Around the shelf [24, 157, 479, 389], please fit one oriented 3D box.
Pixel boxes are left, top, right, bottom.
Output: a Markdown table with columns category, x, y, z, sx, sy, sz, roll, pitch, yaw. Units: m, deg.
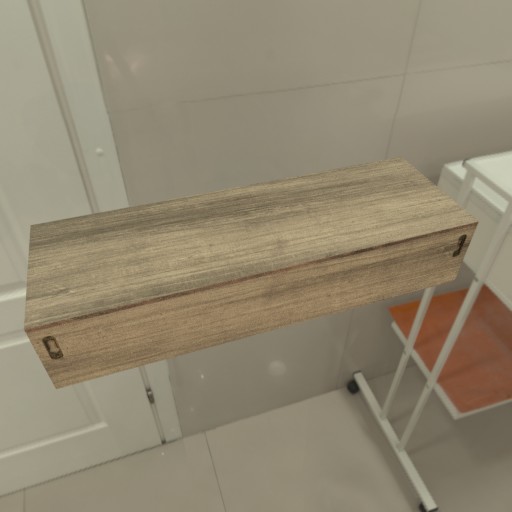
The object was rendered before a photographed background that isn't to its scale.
| category | x | y | z | sx | sy | sz | roll | pitch | yaw |
| --- | --- | --- | --- | --- | --- | --- | --- | --- | --- |
| shelf | 0.000 | 0.000 | 0.675 | 0.610 | 0.125 | 0.200 | -13 | 43 | -14 |
